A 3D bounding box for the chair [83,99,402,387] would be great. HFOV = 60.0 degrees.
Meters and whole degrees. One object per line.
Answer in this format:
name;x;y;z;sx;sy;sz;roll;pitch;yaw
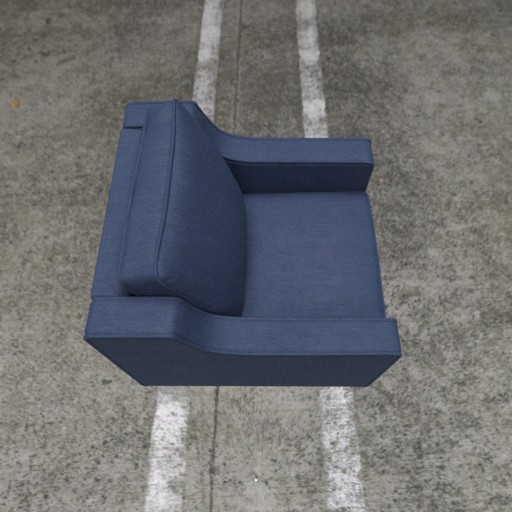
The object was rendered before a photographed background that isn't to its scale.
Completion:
chair;0.000;0.000;1.636;0.909;0.960;0.831;0;63;0
